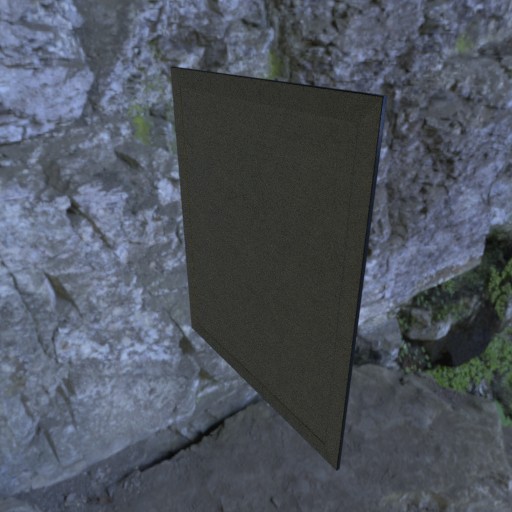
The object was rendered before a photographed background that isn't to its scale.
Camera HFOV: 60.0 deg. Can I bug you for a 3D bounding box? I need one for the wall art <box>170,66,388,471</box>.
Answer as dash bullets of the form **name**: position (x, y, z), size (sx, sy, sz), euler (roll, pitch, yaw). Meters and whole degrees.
- **wall art**: position (0.000, 0.000, 0.607), size (0.023, 0.457, 0.381), euler (-19, 33, -32)
